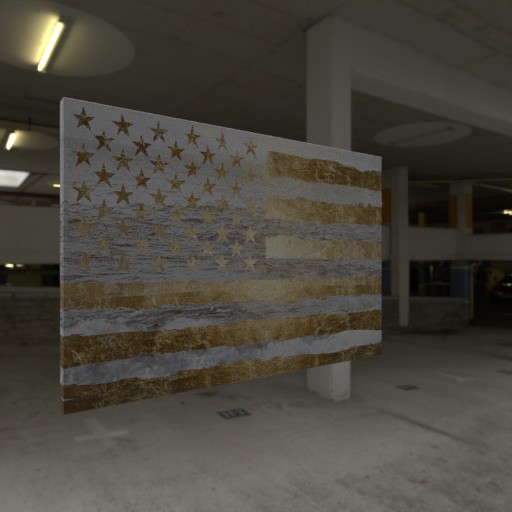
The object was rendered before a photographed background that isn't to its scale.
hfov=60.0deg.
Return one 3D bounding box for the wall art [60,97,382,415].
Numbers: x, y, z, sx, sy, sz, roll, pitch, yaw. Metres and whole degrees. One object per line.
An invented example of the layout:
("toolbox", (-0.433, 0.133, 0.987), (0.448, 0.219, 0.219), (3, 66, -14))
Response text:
("wall art", (0.000, 0.000, 1.401), (1.145, 0.762, 0.041), (0, 0, -34))
